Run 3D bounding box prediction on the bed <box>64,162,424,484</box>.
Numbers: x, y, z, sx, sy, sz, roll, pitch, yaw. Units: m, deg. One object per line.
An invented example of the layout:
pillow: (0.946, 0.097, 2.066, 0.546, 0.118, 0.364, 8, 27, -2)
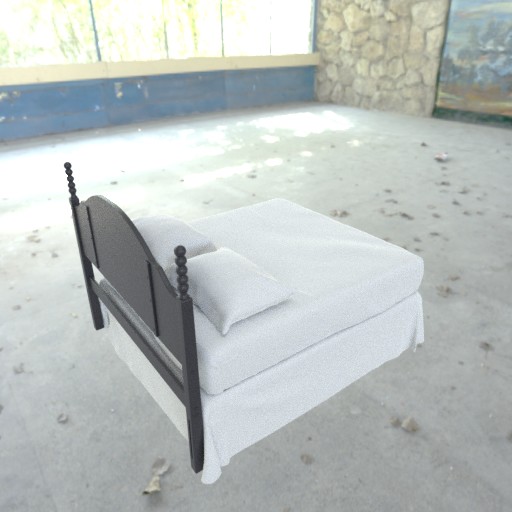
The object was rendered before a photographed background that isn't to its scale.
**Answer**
bed: (0.000, 0.000, 3.220, 2.040, 1.356, 1.873, -19, 32, -32)
